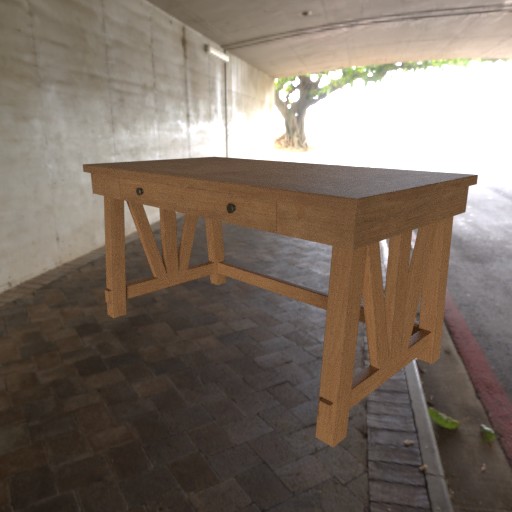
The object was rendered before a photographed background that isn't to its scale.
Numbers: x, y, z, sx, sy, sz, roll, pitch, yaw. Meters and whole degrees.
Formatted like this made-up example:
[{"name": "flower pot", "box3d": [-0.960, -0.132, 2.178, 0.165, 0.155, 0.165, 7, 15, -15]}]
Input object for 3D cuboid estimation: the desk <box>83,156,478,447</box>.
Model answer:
[{"name": "desk", "box3d": [0.000, 0.000, 1.968, 1.499, 0.762, 0.813, 15, 22, 43]}]
